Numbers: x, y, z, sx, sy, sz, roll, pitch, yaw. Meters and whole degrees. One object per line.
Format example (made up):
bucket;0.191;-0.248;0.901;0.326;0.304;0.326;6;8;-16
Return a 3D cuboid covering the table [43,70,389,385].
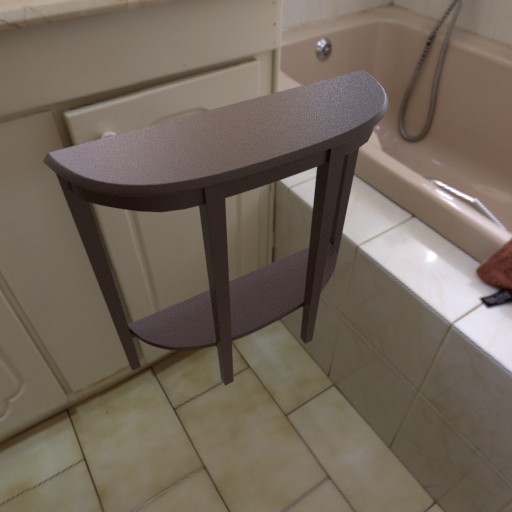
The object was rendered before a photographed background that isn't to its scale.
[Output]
table;0.000;0.000;1.319;0.909;0.831;0.274;-23;49;-21
